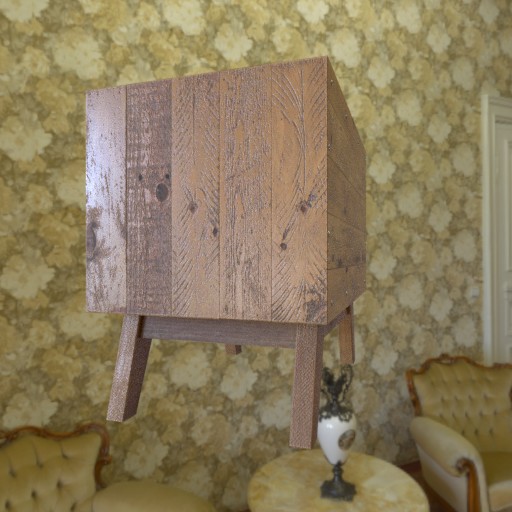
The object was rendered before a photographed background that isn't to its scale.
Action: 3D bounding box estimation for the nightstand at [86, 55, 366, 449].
[{"bbox_3d":[0.000,0.000,1.038,0.450,0.599,0.650,0,0,19],"label":"nightstand"}]
